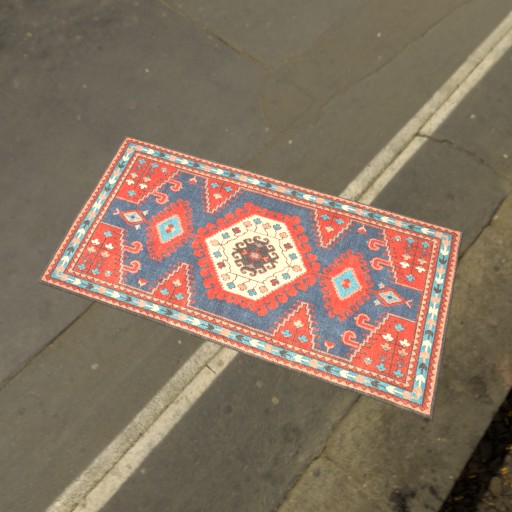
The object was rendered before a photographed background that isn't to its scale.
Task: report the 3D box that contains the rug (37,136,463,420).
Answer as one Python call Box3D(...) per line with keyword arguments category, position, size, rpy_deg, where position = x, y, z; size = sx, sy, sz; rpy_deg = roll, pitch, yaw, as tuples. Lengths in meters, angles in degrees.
Box3D(category="rug", position=(0.000, 0.000, 3.492), size=(3.032, 0.034, 1.522), rpy_deg=(17, 65, 8))
